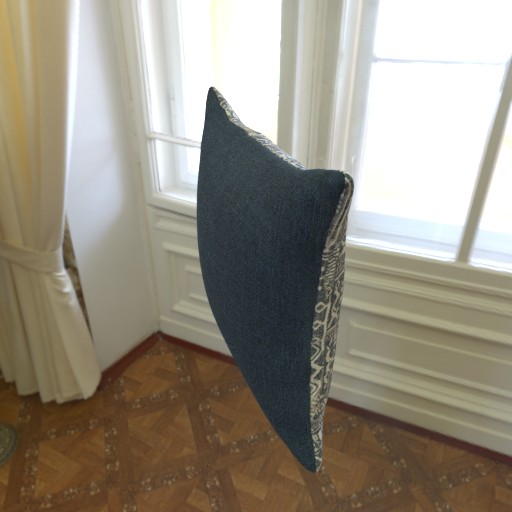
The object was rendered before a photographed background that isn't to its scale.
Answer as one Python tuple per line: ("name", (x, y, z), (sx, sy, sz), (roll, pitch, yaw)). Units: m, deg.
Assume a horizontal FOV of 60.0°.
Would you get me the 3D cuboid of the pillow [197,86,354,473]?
("pillow", (0.000, 0.000, 0.780), (0.180, 0.487, 0.546), (-10, 32, -17))
